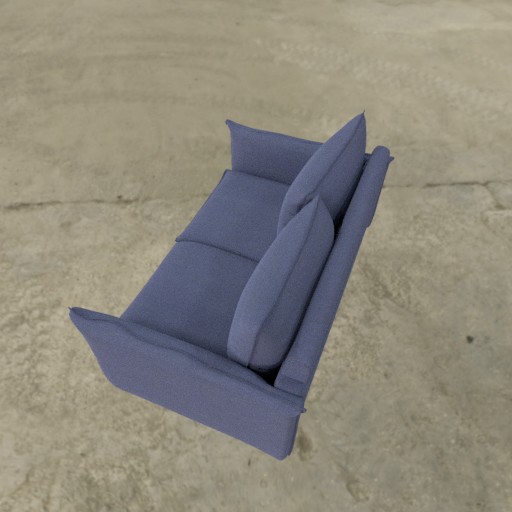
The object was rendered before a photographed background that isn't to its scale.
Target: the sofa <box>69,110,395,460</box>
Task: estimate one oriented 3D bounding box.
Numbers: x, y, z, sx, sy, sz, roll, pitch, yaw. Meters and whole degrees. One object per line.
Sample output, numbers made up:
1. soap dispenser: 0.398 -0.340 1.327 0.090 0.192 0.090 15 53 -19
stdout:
1. sofa: 0.000 0.000 1.843 0.820 0.840 1.300 17 51 15
